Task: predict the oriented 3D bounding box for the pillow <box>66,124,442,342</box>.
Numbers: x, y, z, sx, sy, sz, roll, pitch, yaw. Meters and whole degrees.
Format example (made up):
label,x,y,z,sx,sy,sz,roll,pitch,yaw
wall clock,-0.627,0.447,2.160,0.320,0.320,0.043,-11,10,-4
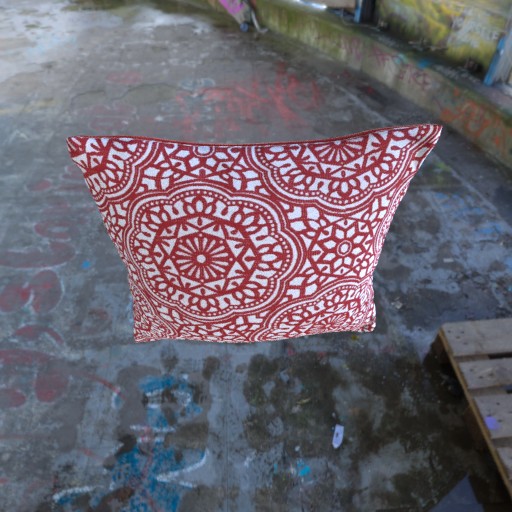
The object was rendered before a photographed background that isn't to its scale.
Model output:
label,x,y,z,sx,sy,sz,roll,pitch,yaw
pillow,0.000,0.000,0.661,0.438,0.419,0.162,-3,46,-2
